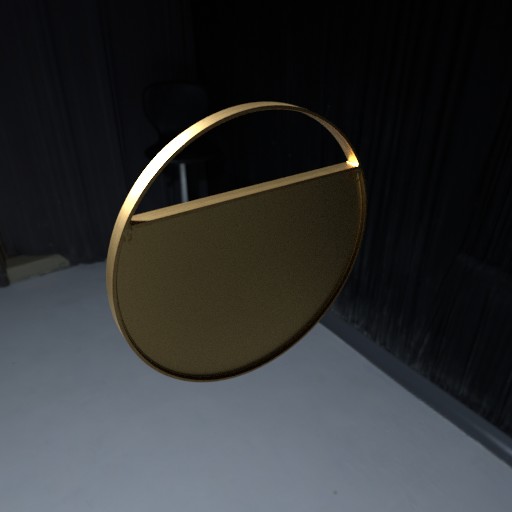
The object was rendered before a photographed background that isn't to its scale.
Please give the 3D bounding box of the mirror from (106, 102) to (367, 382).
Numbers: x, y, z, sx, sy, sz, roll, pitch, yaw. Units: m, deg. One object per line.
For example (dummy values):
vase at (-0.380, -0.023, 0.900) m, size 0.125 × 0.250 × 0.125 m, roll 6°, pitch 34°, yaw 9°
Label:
mirror at (0.000, 0.000, 0.856) m, size 0.565 × 0.565 × 0.032 m, roll -19°, pitch 36°, yaw -29°
